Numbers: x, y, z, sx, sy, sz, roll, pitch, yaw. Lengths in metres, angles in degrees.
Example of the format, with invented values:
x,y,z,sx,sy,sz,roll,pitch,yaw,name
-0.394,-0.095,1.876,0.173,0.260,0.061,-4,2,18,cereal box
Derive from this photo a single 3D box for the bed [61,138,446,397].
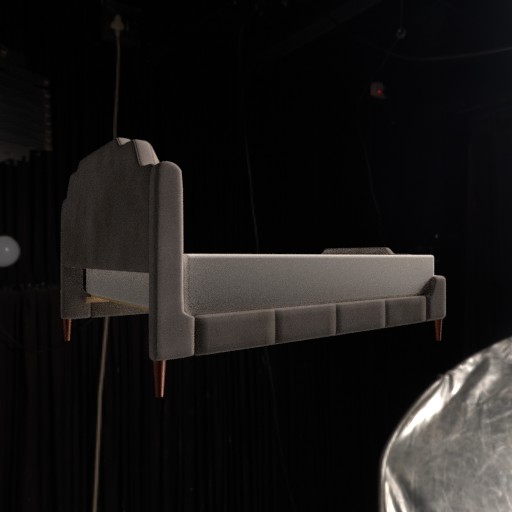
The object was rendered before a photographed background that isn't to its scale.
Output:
x,y,z,sx,sy,sz,roll,pitch,yaw,name
0.000,0.000,3.278,2.340,1.245,1.676,0,0,-36,bed
